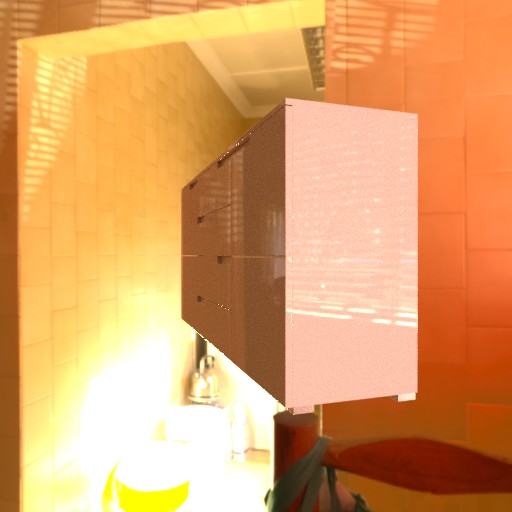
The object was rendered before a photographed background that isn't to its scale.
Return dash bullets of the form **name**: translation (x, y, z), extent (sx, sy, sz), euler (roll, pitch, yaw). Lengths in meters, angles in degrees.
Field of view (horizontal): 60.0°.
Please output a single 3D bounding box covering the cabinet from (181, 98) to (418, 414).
- **cabinet**: translation (0.000, 0.000, 1.960), extent (0.400, 0.800, 1.650), euler (0, 0, -19)
